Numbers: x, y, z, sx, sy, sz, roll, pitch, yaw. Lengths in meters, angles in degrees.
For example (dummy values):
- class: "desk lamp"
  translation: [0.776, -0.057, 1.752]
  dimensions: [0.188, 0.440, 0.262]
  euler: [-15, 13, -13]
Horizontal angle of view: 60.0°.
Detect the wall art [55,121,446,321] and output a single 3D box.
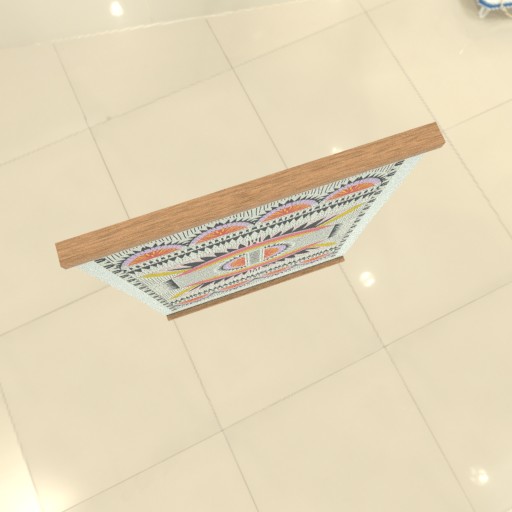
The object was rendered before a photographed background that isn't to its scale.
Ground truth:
- class: "wall art"
  translation: [0.000, 0.000, 0.792]
  dimensions: [0.456, 0.609, 0.028]
  euler: [-18, 77, -4]
